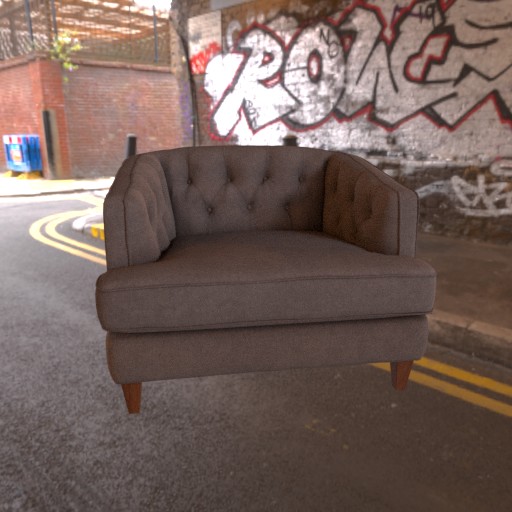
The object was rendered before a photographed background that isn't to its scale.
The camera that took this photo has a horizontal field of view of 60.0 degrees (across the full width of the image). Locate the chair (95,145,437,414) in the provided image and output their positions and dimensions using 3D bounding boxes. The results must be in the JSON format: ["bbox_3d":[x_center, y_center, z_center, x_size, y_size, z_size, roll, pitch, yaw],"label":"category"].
[{"bbox_3d":[0.000,0.000,1.787,1.104,0.852,0.941,-2,15,-8],"label":"chair"}]
